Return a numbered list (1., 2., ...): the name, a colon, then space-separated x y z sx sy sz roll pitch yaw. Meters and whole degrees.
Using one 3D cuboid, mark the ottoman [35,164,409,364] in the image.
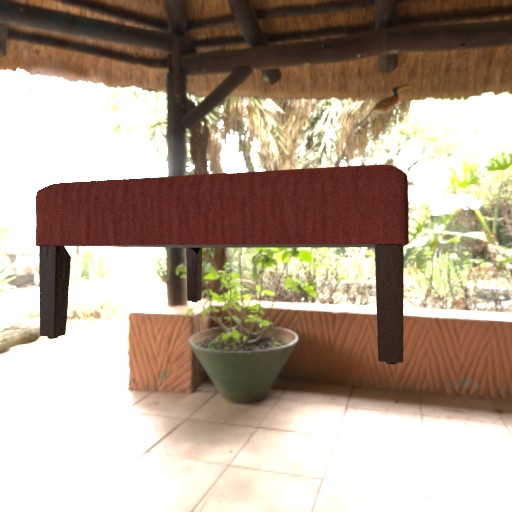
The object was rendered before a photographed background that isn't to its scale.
1. ottoman: 0.000 0.000 1.394 0.889 0.411 0.890 0 1 18
